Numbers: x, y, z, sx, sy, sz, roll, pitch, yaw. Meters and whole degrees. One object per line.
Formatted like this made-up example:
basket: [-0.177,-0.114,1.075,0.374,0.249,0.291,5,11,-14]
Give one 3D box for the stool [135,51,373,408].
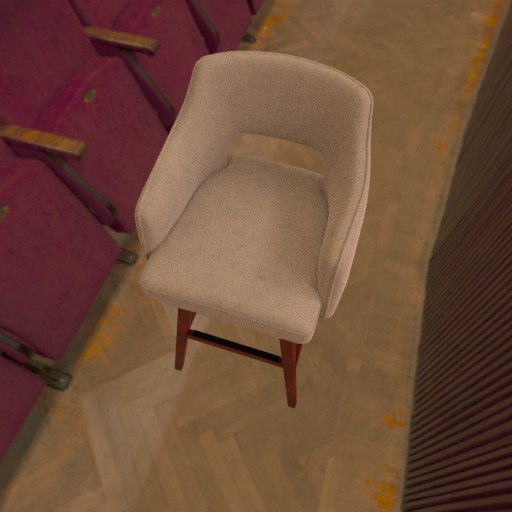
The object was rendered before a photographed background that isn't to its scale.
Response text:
stool: [0.000,0.000,1.357,0.548,1.012,0.558,15,59,10]
